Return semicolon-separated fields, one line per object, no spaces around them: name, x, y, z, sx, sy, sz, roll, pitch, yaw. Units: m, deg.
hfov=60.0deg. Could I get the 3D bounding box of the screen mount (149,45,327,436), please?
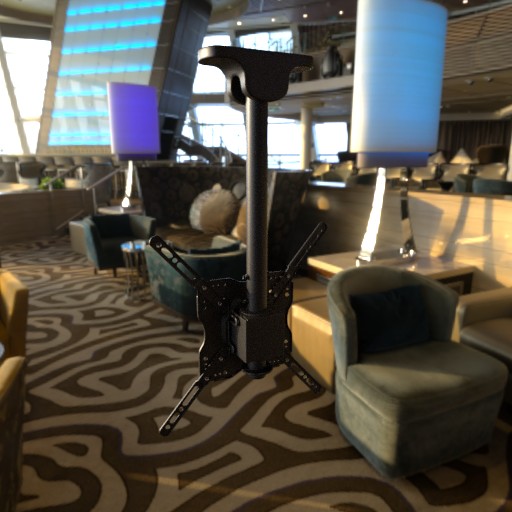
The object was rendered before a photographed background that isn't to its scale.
screen mount;0.000;0.000;0.864;0.393;0.729;0.090;-6;14;-26
